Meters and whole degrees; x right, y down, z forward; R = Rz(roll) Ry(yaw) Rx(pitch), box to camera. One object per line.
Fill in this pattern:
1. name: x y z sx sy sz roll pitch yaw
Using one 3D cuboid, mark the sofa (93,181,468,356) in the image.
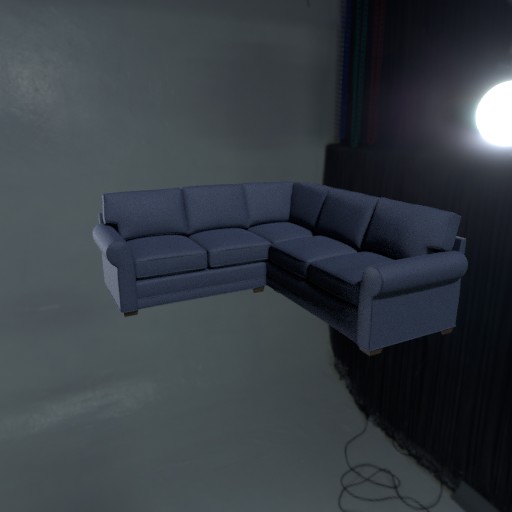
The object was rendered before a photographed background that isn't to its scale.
1. sofa: 0.000 0.000 4.000 2.487 1.042 2.562 -8 18 -26
